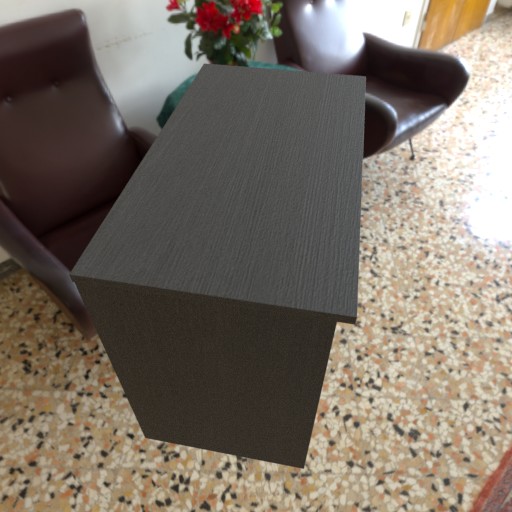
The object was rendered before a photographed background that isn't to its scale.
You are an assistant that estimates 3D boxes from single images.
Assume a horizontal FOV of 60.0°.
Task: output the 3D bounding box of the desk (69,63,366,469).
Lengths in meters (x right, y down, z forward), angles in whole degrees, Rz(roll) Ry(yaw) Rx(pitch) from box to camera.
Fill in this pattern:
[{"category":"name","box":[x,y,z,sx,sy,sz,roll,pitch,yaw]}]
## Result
[{"category":"desk","box":[0.000,0.000,1.308,0.498,0.724,0.893,8,47,7]}]
